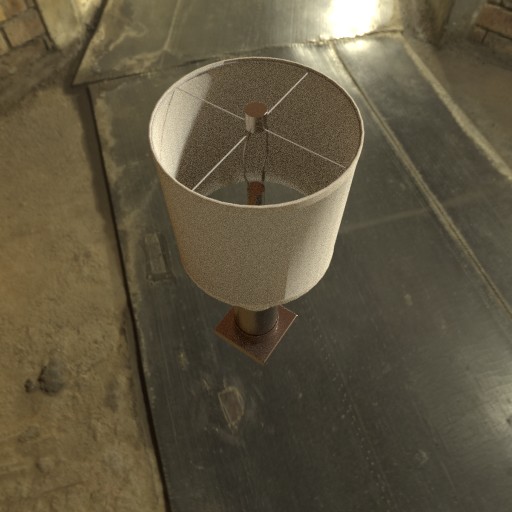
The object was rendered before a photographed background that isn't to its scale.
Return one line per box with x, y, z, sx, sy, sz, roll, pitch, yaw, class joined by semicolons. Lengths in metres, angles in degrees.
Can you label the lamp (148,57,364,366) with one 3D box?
0.000;0.000;0.620;0.202;0.509;0.202;30;63;17;lamp
